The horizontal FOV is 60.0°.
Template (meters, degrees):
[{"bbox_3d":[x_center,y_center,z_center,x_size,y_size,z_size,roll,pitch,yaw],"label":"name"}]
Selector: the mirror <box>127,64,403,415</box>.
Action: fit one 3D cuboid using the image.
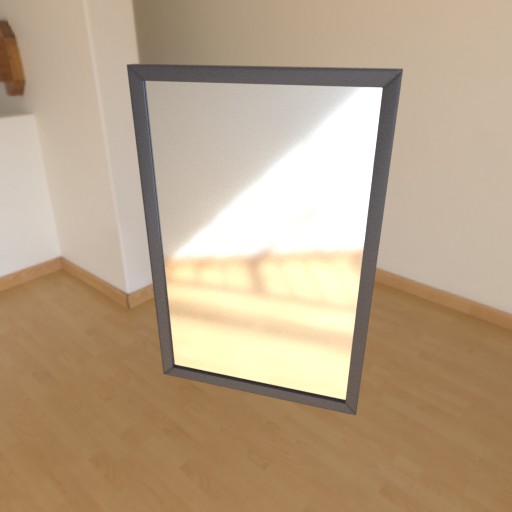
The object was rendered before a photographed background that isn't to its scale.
[{"bbox_3d":[0.000,0.000,1.161,0.609,0.915,0.040,8,27,15],"label":"mirror"}]
